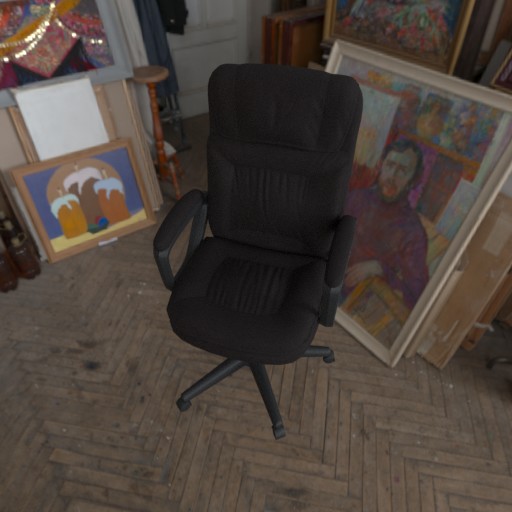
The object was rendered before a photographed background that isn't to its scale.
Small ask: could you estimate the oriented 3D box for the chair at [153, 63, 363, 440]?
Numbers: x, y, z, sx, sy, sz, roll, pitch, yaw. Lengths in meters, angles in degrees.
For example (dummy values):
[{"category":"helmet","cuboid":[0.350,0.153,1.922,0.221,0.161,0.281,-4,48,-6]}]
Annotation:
[{"category":"chair","cuboid":[0.000,0.000,1.557,0.667,1.105,0.724,11,42,13]}]
